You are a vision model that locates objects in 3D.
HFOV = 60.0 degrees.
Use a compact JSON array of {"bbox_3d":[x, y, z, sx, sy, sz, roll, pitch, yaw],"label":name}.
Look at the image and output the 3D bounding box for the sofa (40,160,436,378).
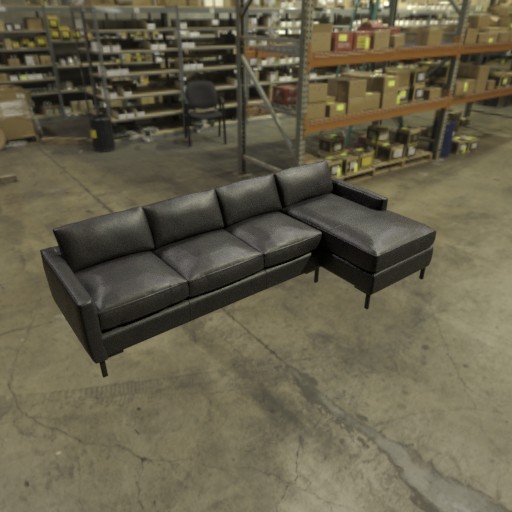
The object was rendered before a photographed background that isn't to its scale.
[{"bbox_3d":[0.000,0.000,3.695,2.993,0.859,1.471,-20,35,-32],"label":"sofa"}]
